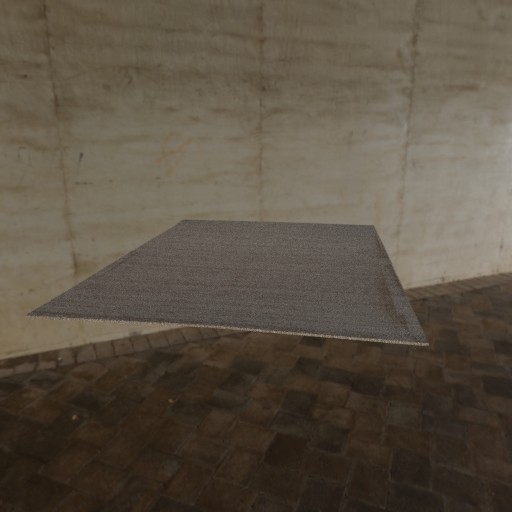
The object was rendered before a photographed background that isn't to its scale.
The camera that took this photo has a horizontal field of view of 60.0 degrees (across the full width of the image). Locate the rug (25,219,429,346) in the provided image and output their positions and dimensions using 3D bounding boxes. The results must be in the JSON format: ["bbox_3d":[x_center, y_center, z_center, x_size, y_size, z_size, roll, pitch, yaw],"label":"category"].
[{"bbox_3d":[0.000,0.000,4.856,2.873,0.053,3.778,3,16,9],"label":"rug"}]
